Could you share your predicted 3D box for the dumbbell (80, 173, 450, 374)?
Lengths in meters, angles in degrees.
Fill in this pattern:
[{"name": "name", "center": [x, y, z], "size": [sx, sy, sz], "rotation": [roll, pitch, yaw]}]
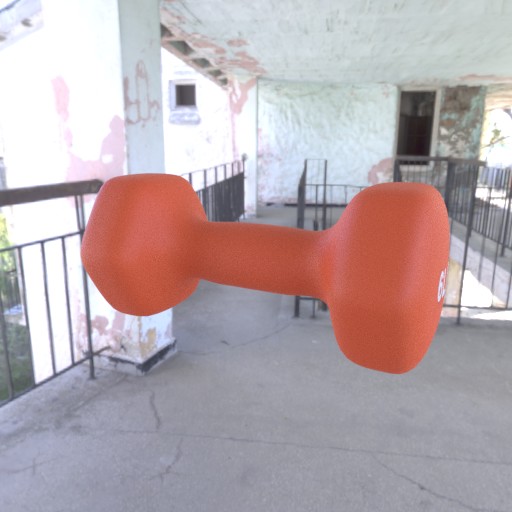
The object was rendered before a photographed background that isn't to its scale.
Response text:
[{"name": "dumbbell", "center": [0.000, 0.000, 0.205], "size": [0.162, 0.071, 0.079], "rotation": [7, 16, 27]}]
